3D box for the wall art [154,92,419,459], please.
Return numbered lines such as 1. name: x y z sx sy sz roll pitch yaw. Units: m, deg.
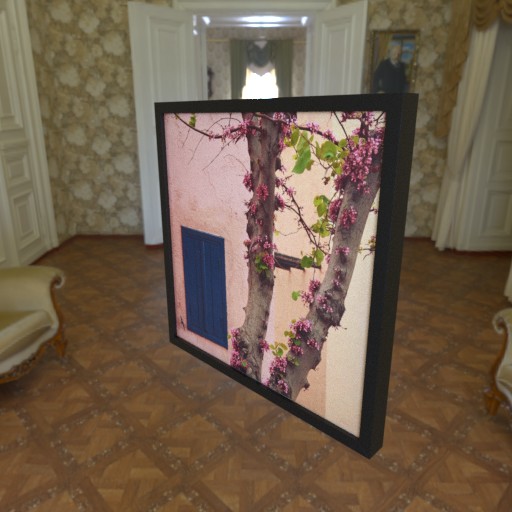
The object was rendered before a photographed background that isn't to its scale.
1. wall art: 0.000 0.000 0.760 0.508 0.508 0.038 17 24 42
